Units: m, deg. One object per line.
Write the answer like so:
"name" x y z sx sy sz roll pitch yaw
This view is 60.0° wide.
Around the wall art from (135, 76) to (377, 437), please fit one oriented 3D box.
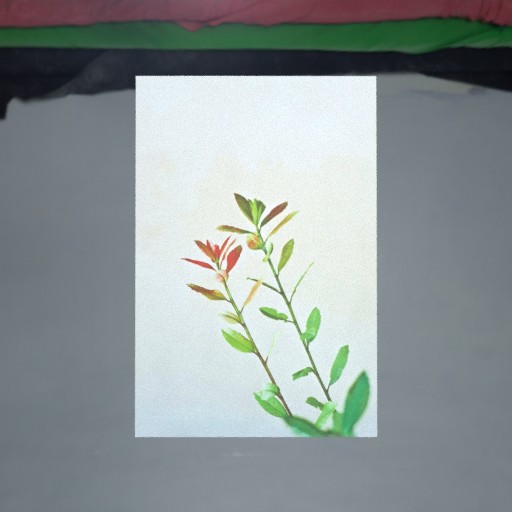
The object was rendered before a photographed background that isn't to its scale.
"wall art" 0.000 0.000 0.768 0.408 0.611 0.038 0 -1 0
